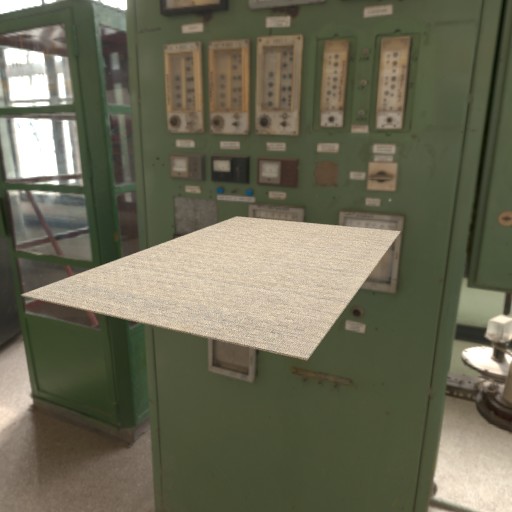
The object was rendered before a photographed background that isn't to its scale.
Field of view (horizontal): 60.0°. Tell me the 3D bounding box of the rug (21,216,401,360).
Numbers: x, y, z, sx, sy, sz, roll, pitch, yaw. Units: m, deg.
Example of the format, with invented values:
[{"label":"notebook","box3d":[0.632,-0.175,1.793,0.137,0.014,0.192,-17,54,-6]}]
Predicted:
[{"label":"rug","box3d":[0.000,0.000,2.208,1.142,0.006,1.752,7,17,24]}]
